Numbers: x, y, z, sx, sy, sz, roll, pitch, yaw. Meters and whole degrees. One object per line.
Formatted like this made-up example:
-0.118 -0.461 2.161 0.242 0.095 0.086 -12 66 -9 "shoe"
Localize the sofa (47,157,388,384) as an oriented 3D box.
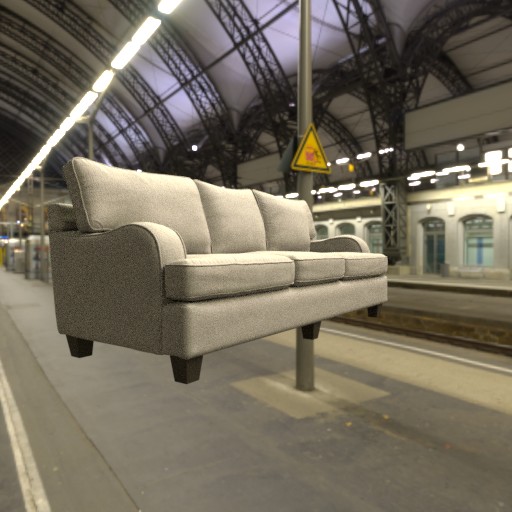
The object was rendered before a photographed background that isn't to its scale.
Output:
0.000 0.000 2.908 1.016 0.991 2.323 1 1 35 "sofa"
